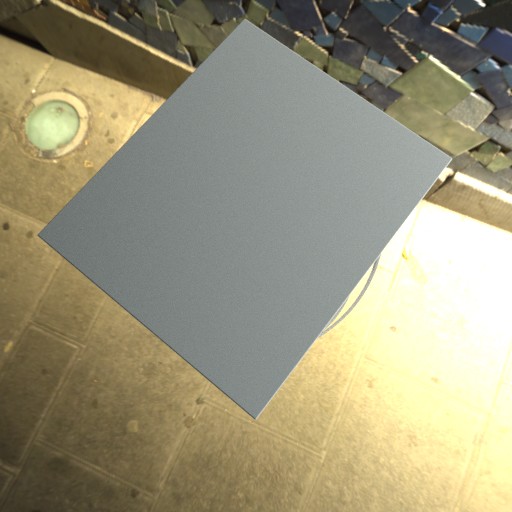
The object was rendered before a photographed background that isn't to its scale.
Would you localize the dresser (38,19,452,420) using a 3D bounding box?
[{"bbox_3d":[0.000,0.000,0.819,0.360,0.560,0.400,38,79,9],"label":"dresser"}]
